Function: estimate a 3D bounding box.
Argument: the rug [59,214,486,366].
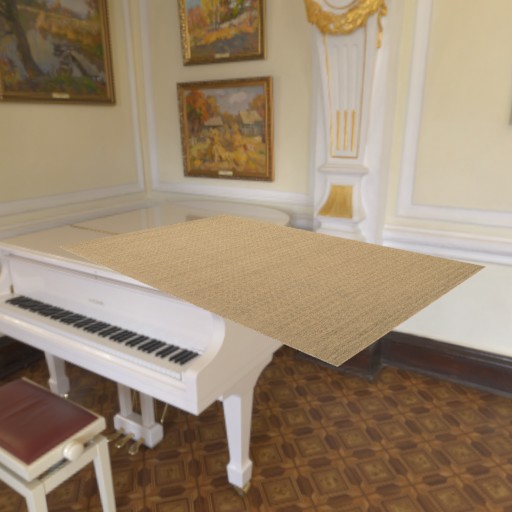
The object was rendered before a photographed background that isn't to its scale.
[{"bbox_3d":[0.000,0.000,3.614,2.895,0.006,1.981,15,22,41],"label":"rug"}]
